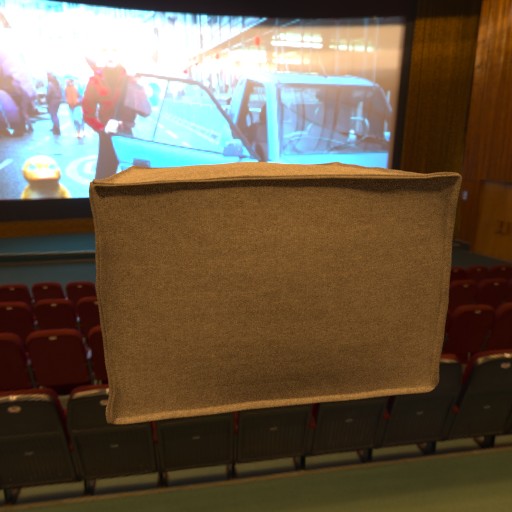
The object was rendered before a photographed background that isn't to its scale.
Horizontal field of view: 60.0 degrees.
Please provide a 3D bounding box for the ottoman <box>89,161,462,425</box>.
[{"bbox_3d":[0.000,0.000,1.133,0.707,0.470,0.696,-3,15,-10],"label":"ottoman"}]
